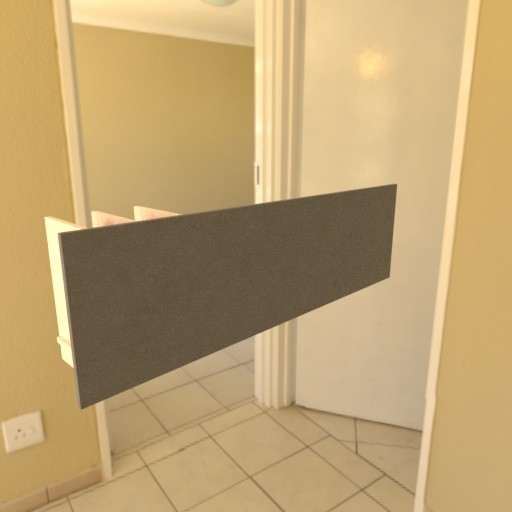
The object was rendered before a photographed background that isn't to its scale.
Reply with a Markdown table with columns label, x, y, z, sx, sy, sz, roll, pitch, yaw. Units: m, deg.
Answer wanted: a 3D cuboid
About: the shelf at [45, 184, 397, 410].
| label | x | y | z | sx | sy | sz | roll | pitch | yaw |
| --- | --- | --- | --- | --- | --- | --- | --- | --- | --- |
| shelf | 0.000 | 0.000 | 1.114 | 1.020 | 0.300 | 0.200 | -15 | 21 | -43 |
